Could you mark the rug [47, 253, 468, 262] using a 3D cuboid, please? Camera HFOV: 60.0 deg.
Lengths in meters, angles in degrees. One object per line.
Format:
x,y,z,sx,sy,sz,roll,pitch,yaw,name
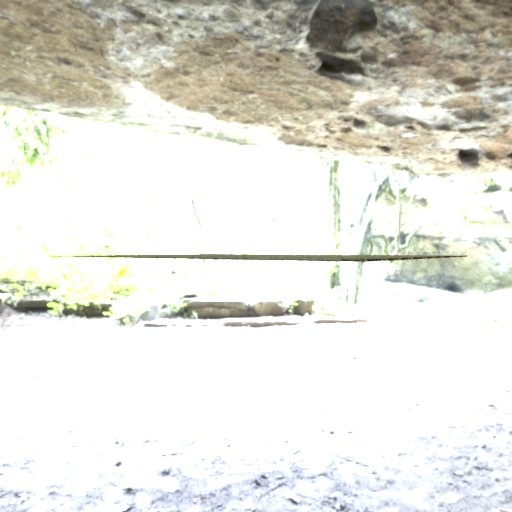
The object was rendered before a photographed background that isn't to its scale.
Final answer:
0.000,0.000,4.294,3.274,0.015,2.439,1,1,37,rug
